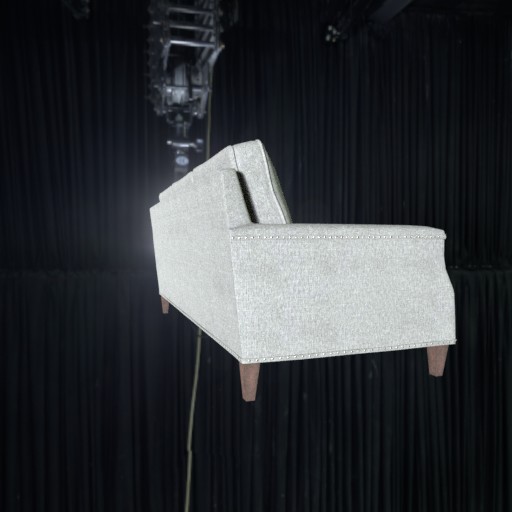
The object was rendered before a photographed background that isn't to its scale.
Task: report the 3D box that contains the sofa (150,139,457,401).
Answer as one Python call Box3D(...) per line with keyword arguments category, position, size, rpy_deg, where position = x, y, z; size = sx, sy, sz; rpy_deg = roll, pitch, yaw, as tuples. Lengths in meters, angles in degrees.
Box3D(category="sofa", position=(0.000, 0.000, 2.786), size=(1.084, 1.003, 2.246), rpy_deg=(-1, 2, -20))
